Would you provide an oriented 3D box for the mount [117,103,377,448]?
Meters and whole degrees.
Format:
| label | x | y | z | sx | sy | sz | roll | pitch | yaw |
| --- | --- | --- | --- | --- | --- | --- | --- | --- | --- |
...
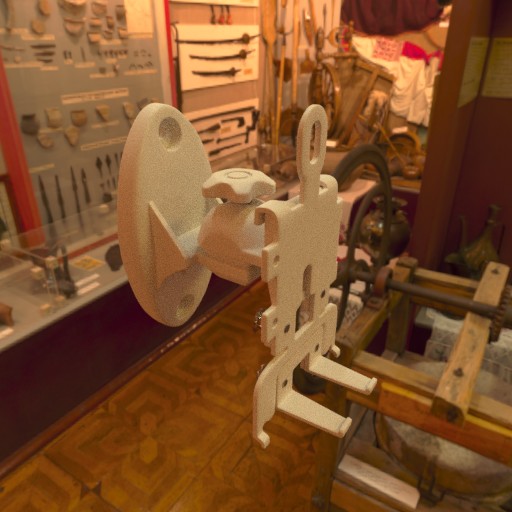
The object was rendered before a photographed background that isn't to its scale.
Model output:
| label | x | y | z | sx | sy | sz | roll | pitch | yaw |
| --- | --- | --- | --- | --- | --- | --- | --- | --- | --- |
| mount | 0.000 | 0.000 | 0.175 | 0.100 | 0.118 | 0.066 | 17 | 31 | 30 |
